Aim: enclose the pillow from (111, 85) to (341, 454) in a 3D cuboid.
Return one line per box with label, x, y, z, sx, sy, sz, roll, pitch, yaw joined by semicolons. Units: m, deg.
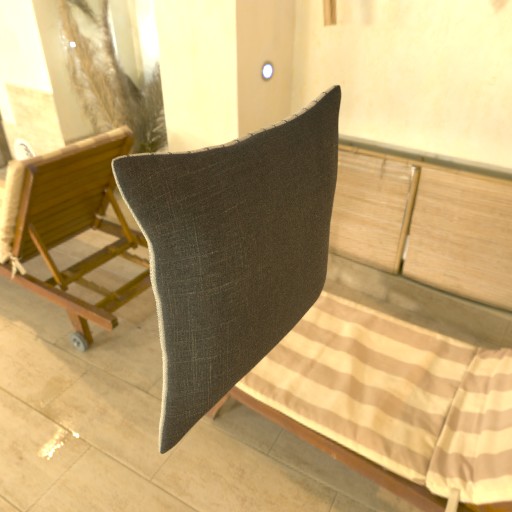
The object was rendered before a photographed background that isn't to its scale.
pillow;0.000;0.000;0.685;0.138;0.444;0.468;21;38;30
